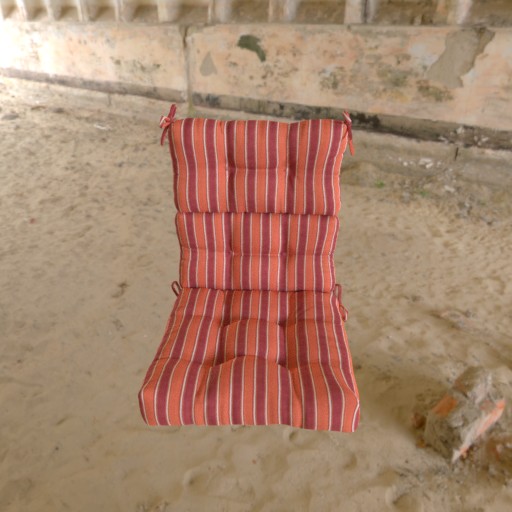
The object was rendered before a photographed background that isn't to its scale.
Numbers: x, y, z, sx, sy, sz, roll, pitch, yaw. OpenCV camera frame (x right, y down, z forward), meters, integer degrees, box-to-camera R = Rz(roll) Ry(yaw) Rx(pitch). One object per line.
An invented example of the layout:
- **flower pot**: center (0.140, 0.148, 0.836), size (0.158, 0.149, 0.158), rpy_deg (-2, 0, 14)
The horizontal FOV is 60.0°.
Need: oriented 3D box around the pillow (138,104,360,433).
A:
- **pillow**: center (0.000, 0.000, 1.062), size (0.519, 0.605, 0.571), rpy_deg (1, 29, 3)
